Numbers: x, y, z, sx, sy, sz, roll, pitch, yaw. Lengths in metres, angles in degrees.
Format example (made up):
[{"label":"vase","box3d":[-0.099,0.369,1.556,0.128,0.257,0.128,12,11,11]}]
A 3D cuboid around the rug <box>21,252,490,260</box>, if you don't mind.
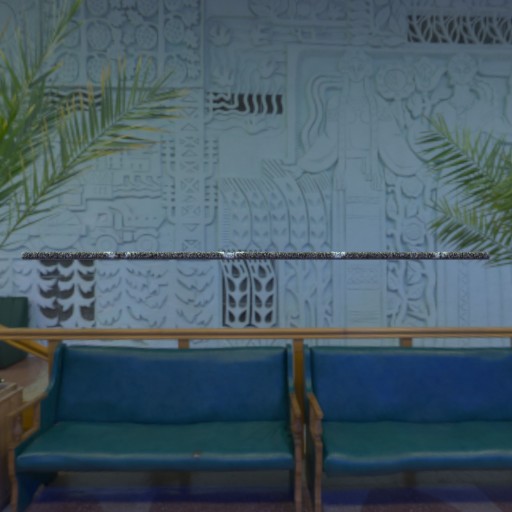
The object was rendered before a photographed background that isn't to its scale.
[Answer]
[{"label":"rug","box3d":[0.000,0.000,2.276,1.778,0.030,1.219,0,0,0]}]
